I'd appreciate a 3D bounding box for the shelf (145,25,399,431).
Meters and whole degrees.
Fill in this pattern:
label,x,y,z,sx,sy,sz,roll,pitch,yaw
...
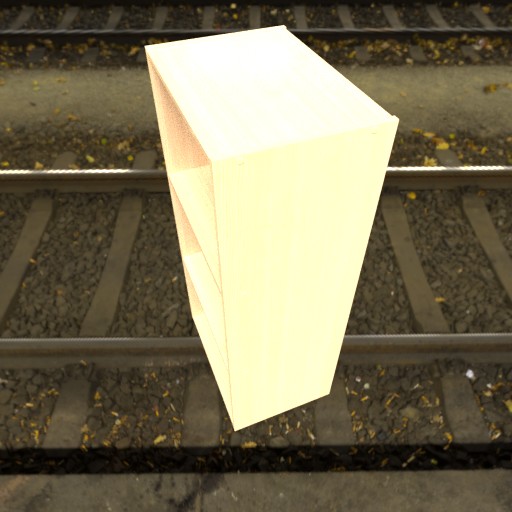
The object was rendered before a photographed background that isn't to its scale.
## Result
label,x,y,z,sx,sy,sz,roll,pitch,yaw
shelf,0.000,0.000,1.071,0.292,0.876,0.417,-16,48,-15
